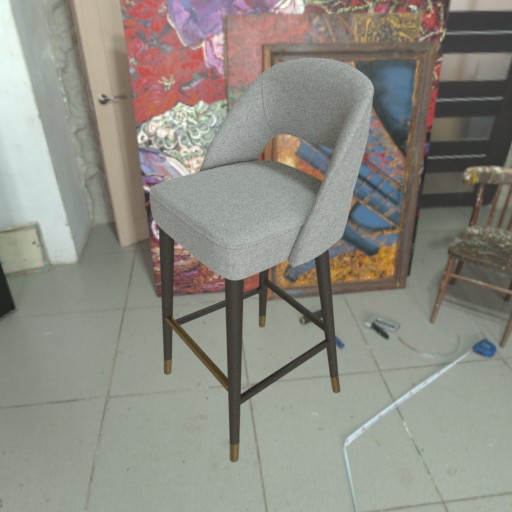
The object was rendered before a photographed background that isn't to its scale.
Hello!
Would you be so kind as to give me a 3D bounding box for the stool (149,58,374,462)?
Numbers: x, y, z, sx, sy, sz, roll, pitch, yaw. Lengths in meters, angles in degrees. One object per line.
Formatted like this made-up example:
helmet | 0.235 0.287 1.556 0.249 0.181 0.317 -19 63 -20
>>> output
stool | 0.000 0.000 1.316 0.509 1.037 0.494 -22 38 -30
